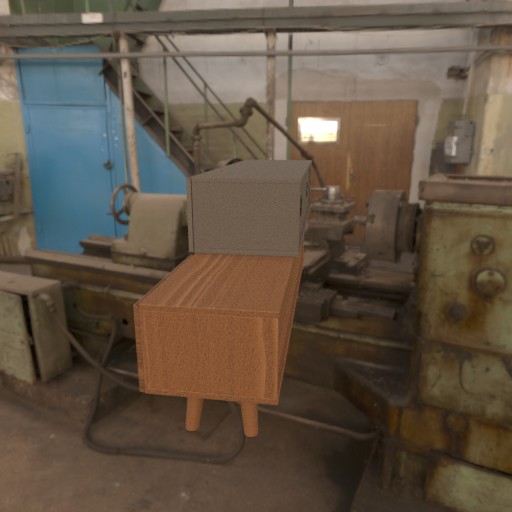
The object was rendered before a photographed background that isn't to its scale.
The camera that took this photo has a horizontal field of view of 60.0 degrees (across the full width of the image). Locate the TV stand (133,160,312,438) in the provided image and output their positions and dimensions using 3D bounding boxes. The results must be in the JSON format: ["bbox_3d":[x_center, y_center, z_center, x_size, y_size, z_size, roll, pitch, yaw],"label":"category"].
[{"bbox_3d":[0.000,0.000,1.559,0.329,0.591,1.336,2,15,8],"label":"TV stand"}]
